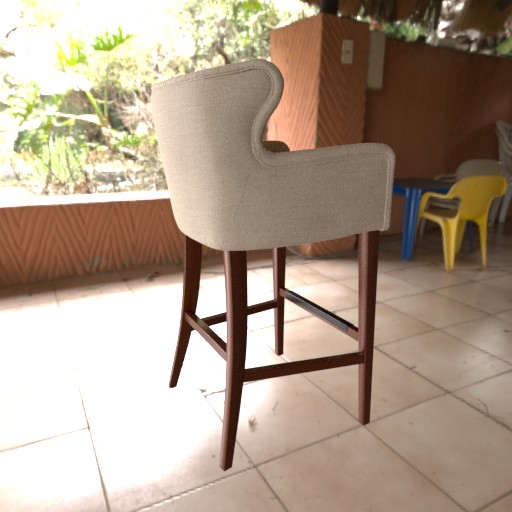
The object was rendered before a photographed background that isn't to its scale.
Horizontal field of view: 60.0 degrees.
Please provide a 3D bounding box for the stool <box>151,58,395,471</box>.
[{"bbox_3d":[0.000,0.000,1.358,0.563,1.034,0.556,-8,17,-27],"label":"stool"}]
